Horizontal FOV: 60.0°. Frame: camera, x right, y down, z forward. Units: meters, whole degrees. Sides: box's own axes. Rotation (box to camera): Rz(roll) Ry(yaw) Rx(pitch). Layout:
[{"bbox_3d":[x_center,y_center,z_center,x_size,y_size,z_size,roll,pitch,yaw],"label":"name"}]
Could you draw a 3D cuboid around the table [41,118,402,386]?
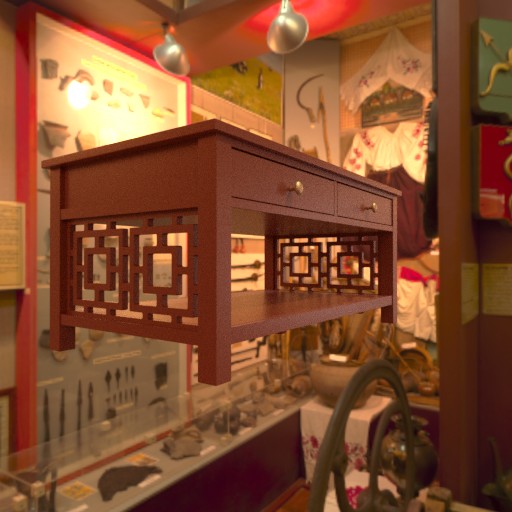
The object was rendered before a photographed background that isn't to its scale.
[{"bbox_3d":[0.000,0.000,1.409,0.612,0.493,1.068,0,-1,36],"label":"table"}]
